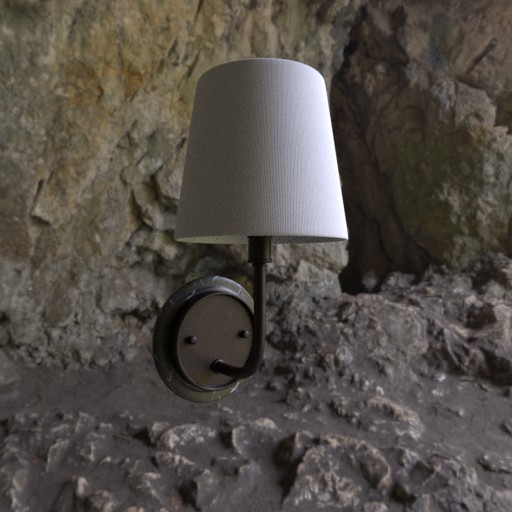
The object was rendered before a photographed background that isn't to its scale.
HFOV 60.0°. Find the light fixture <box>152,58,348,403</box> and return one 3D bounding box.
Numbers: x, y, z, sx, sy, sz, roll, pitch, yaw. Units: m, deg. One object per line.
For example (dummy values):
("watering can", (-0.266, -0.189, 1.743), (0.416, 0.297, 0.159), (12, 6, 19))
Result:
("light fixture", (0.000, 0.000, 0.446), (0.168, 0.337, 0.188), (1, -1, -36))
